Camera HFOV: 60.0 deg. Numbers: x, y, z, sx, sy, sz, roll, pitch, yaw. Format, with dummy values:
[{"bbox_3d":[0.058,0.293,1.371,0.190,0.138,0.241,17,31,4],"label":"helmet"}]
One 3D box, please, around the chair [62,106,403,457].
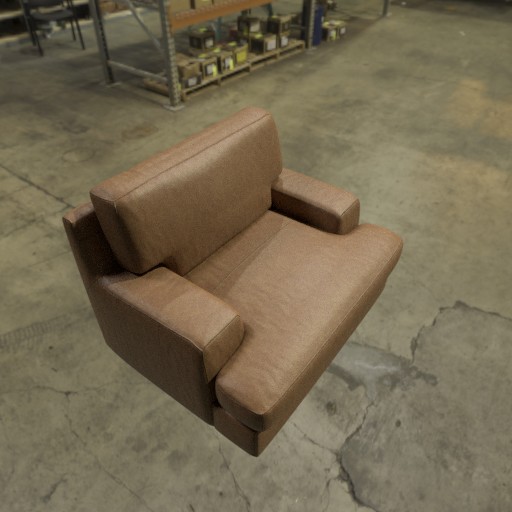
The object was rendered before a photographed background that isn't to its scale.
[{"bbox_3d":[0.000,0.000,2.077,1.050,0.978,1.276,26,47,27],"label":"chair"}]
